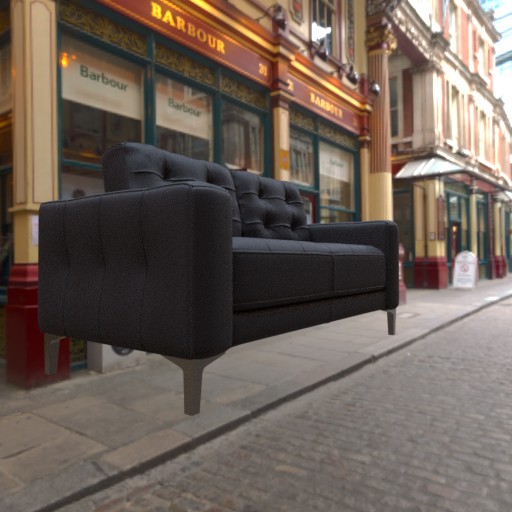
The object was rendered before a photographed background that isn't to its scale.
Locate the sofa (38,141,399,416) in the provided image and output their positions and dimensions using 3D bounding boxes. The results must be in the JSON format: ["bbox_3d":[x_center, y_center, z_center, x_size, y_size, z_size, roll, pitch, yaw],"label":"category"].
[{"bbox_3d":[0.000,0.000,2.109,0.833,0.893,1.726,0,-1,36],"label":"sofa"}]
